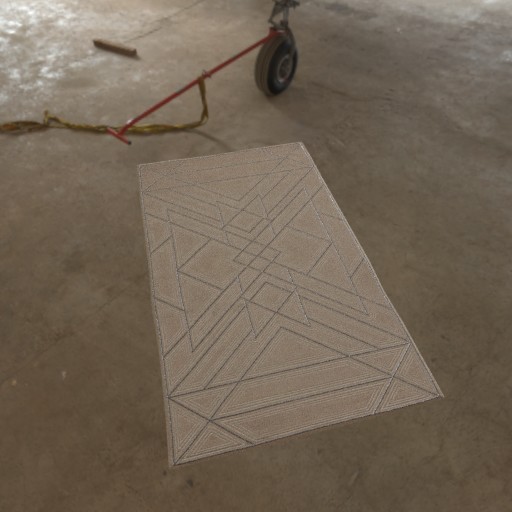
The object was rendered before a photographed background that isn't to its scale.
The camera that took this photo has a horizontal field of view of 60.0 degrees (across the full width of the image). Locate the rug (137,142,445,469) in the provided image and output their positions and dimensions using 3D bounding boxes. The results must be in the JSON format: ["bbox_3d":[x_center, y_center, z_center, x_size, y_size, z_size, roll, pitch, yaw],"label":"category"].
[{"bbox_3d":[0.000,0.000,1.061,0.511,0.008,0.869,-10,49,-9],"label":"rug"}]
